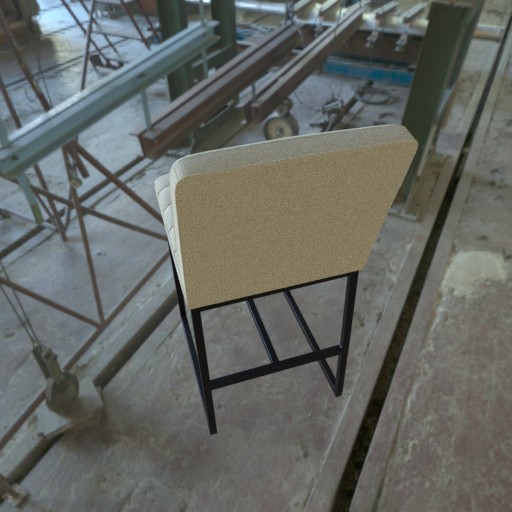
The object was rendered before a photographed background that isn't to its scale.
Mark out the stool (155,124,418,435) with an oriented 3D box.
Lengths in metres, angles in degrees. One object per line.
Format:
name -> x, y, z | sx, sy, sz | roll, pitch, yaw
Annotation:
stool -> 0.000, 0.000, 1.246 | 0.460, 0.940, 0.560 | -12, 43, -13
